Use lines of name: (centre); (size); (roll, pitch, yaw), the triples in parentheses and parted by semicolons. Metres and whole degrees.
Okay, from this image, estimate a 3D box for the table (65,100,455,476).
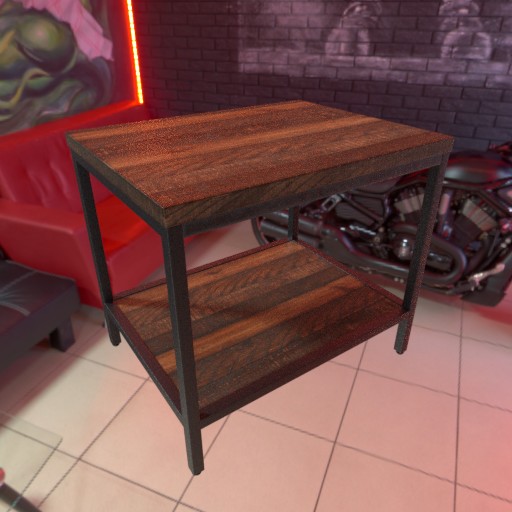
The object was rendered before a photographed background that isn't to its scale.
table: (0.000, 0.000, 1.120); (0.678, 0.612, 0.524); (-19, 34, -30)
